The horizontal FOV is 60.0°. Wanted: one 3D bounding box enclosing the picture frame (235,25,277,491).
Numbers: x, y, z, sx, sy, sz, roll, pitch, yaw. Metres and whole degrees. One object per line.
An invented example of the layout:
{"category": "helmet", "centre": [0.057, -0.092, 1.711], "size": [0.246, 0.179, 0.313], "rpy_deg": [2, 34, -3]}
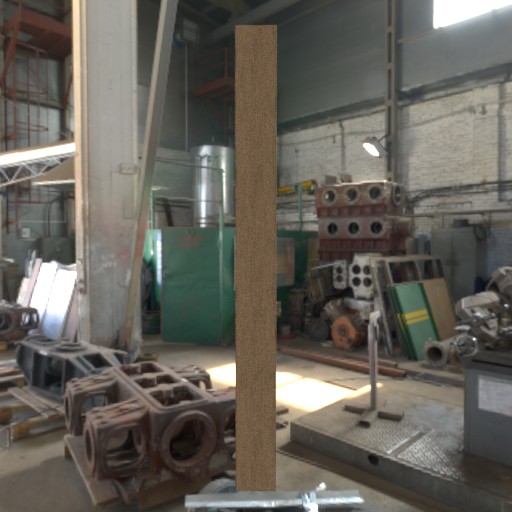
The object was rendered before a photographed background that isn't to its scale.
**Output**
{"category": "picture frame", "centre": [0.000, 0.000, 0.710], "size": [0.046, 0.526, 0.421], "rpy_deg": [0, 2, 0]}
